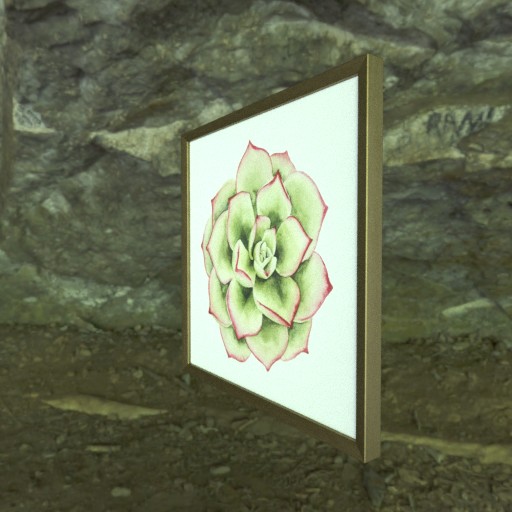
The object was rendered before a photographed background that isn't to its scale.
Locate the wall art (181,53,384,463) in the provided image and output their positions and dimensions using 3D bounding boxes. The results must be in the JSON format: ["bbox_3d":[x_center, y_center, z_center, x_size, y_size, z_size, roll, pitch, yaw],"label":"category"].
[{"bbox_3d":[0.000,0.000,0.757,0.031,0.506,0.503,-1,2,-36],"label":"wall art"}]
